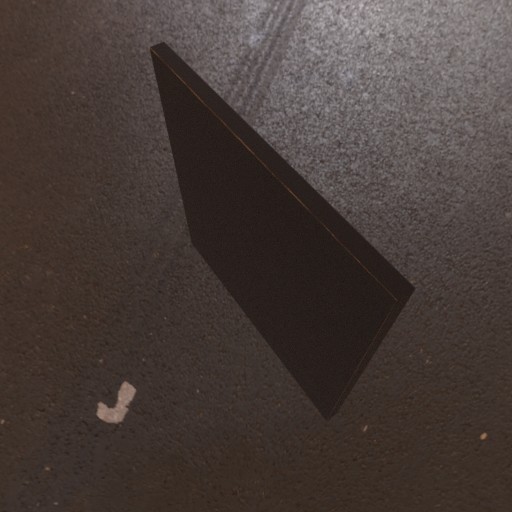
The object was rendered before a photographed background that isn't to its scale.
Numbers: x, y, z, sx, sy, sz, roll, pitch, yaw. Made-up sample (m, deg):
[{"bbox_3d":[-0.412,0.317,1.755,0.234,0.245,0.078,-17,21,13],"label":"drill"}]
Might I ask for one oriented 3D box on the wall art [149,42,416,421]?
[{"bbox_3d":[0.000,0.000,1.132,0.038,0.762,0.762,-31,62,-18],"label":"wall art"}]
